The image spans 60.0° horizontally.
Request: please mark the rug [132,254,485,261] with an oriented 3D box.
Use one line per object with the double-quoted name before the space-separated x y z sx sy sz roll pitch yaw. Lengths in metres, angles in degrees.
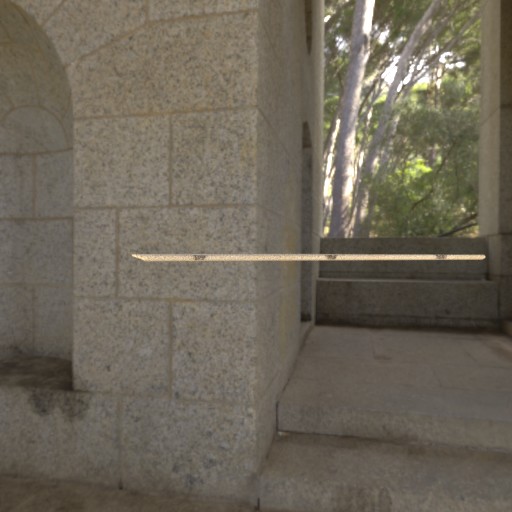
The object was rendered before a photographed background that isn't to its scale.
"rug" 0.000 0.000 3.419 1.801 0.026 2.701 0 0 -17
